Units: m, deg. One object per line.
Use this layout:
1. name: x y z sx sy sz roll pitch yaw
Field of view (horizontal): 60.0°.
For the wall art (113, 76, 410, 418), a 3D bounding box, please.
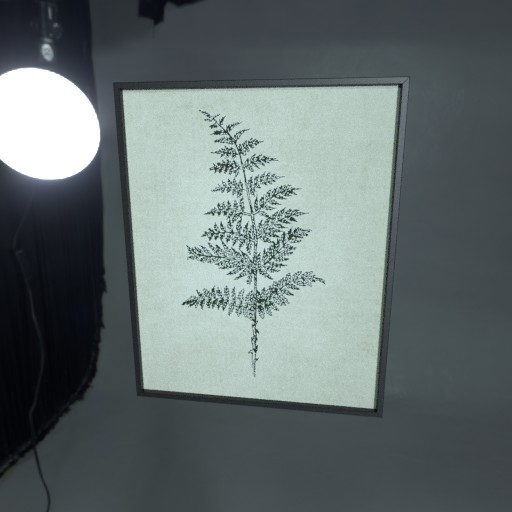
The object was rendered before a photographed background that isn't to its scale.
1. wall art: 0.000 0.000 0.751 0.449 0.555 0.039 2 15 8
